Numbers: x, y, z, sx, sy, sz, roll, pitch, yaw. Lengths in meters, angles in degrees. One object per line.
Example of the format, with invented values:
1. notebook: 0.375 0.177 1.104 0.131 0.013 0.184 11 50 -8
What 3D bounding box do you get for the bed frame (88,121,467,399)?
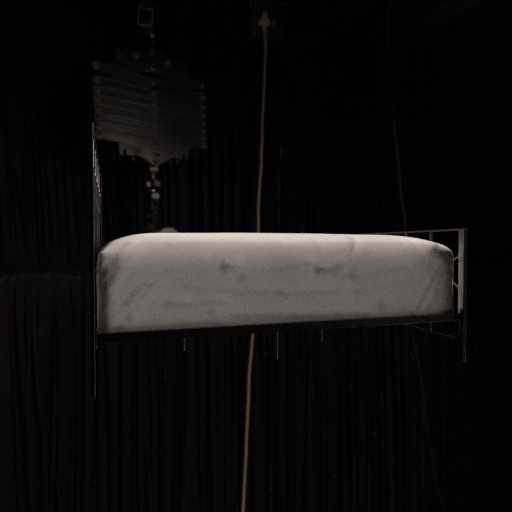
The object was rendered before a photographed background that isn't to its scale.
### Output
1. bed frame: 0.000 0.000 3.024 2.063 1.222 1.597 0 1 -18
